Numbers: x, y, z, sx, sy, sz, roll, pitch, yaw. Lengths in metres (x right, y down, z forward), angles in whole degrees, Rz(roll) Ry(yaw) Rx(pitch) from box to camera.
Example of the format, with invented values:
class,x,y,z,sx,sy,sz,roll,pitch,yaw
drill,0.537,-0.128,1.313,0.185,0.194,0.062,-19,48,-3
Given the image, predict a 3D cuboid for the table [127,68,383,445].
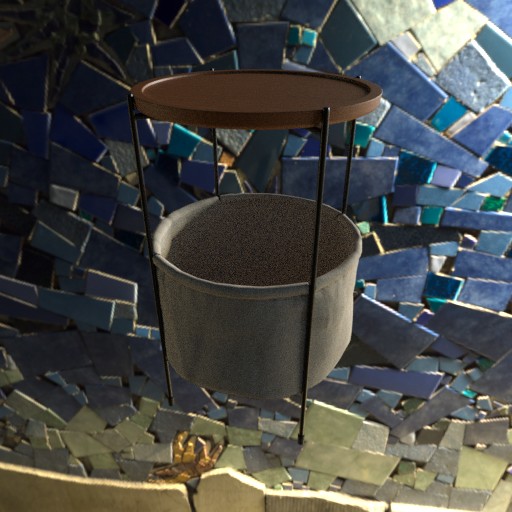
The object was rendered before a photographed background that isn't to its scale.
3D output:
class,x,y,z,sx,sy,sz,roll,pitch,yaw
table,0.000,0.000,0.851,0.393,0.623,0.393,10,31,17
